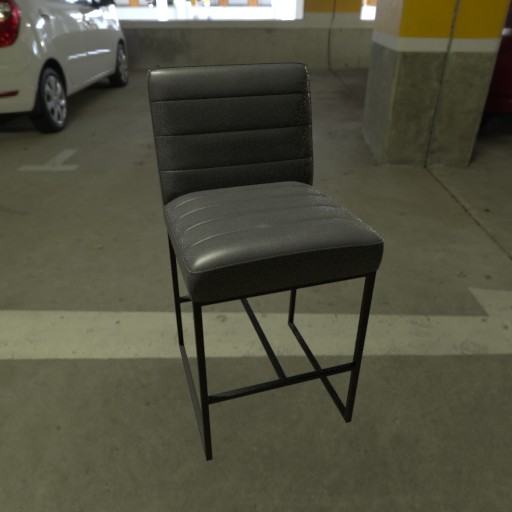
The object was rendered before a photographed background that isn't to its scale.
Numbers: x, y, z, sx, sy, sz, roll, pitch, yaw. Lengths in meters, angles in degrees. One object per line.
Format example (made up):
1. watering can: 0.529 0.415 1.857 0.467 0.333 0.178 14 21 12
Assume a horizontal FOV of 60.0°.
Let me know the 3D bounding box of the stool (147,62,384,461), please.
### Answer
1. stool: 0.000 0.000 1.235 0.457 0.938 0.552 -9 31 -15
